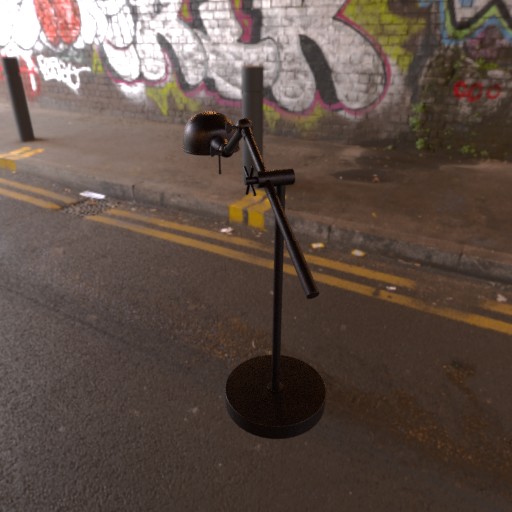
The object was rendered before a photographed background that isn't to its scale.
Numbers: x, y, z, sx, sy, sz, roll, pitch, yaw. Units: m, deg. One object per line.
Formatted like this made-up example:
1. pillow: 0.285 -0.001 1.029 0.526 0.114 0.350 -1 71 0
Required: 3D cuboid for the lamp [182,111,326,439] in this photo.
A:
1. lamp: 0.000 0.000 0.812 0.185 0.495 0.567 -9 28 -17
